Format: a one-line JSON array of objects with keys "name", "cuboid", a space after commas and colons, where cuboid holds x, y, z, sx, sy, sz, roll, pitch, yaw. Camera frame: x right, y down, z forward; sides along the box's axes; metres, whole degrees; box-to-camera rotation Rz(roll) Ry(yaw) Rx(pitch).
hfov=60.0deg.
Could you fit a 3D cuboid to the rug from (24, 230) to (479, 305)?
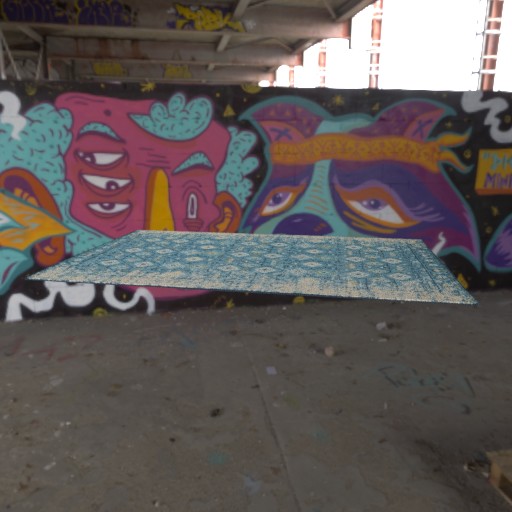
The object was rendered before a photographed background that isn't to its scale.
[{"name": "rug", "cuboid": [0.000, 0.000, 3.055, 2.449, 0.015, 1.530, 2, 14, 10]}]
